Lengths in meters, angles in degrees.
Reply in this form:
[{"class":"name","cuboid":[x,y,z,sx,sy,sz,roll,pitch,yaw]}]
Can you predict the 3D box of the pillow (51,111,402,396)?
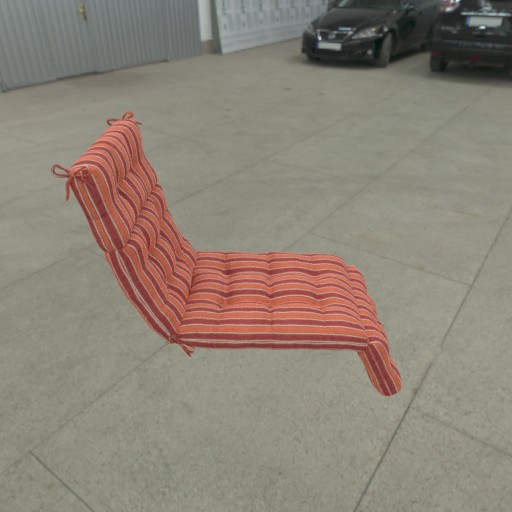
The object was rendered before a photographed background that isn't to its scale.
[{"class":"pillow","cuboid":[0.000,0.000,1.518,1.016,0.863,0.526,0,32,0]}]
